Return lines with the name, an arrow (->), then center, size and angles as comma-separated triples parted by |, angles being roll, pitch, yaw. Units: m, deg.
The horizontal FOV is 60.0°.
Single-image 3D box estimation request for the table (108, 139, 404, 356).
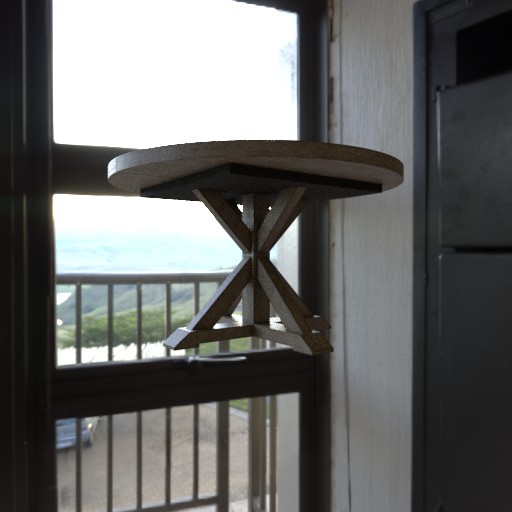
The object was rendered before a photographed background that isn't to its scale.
table -> 0.000, 0.000, 2.149 | 1.363, 0.781, 1.363 | 0, 0, 0
